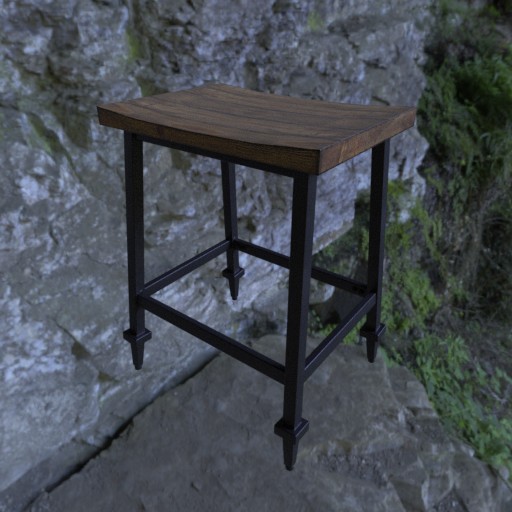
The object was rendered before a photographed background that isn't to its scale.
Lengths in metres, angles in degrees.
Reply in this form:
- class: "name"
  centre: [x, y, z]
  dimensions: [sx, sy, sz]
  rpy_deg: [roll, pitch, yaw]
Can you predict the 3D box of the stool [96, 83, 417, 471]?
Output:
- class: "stool"
  centre: [0.000, 0.000, 0.958]
  dimensions: [0.486, 0.625, 0.405]
  rpy_deg: [21, 35, 32]
